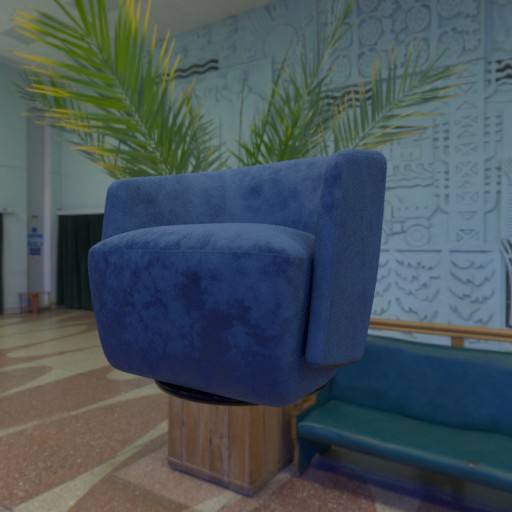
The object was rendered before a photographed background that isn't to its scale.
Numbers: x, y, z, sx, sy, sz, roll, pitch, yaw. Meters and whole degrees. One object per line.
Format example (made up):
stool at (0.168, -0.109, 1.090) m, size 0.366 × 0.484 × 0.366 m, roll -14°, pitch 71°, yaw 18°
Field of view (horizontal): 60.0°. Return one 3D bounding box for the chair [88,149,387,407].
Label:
chair at (0.000, 0.000, 1.337) m, size 0.773 × 0.698 × 0.767 m, roll 1°, pitch 1°, yaw 34°
